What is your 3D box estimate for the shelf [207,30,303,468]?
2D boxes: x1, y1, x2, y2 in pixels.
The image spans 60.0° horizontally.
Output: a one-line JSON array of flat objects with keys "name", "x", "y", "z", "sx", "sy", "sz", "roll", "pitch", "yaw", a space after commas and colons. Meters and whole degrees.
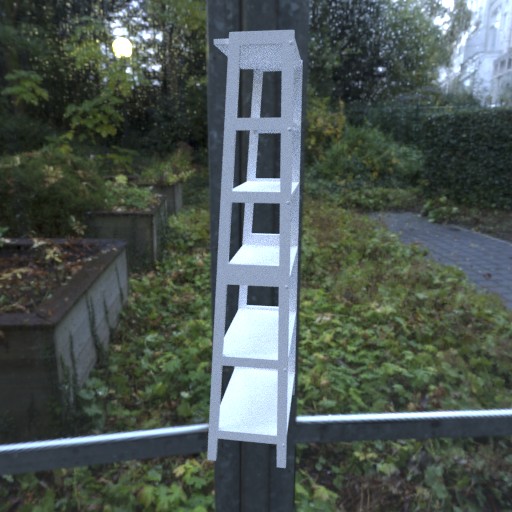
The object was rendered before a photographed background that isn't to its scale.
[{"name": "shelf", "x": 0.000, "y": 0.000, "z": 2.200, "sx": 0.381, "sy": 1.892, "sz": 0.660, "roll": 2, "pitch": 15, "yaw": 8}]
